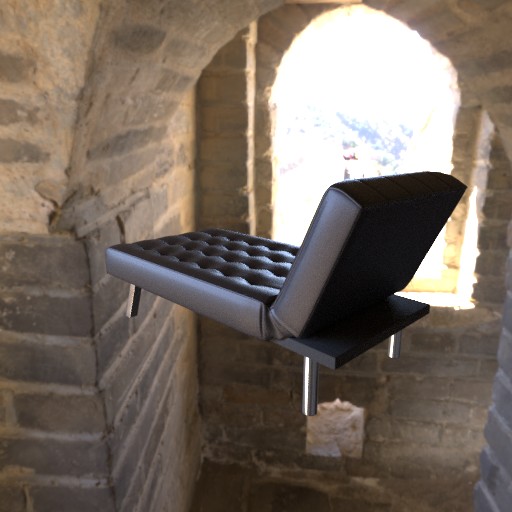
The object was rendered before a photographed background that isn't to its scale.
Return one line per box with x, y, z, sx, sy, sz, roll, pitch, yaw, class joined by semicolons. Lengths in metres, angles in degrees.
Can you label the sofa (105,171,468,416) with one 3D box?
0.000;0.000;2.063;0.760;0.820;1.560;-14;20;-43;sofa
